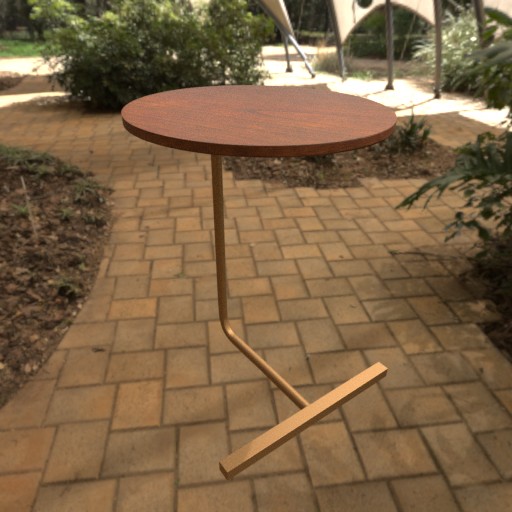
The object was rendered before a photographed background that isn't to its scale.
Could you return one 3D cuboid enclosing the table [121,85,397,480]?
[{"bbox_3d":[0.000,0.000,1.089,0.530,0.706,0.577,-20,35,-31],"label":"table"}]
